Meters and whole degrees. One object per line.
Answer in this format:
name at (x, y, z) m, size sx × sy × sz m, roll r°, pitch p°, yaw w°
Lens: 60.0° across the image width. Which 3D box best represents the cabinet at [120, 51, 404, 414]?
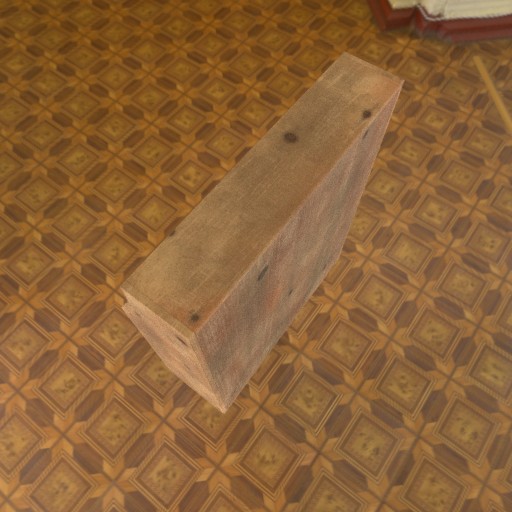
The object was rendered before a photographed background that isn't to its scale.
cabinet at (0.000, 0.000, 0.852) m, size 0.184 × 0.590 × 0.489 m, roll 34°, pitch 68°, yaw 16°
